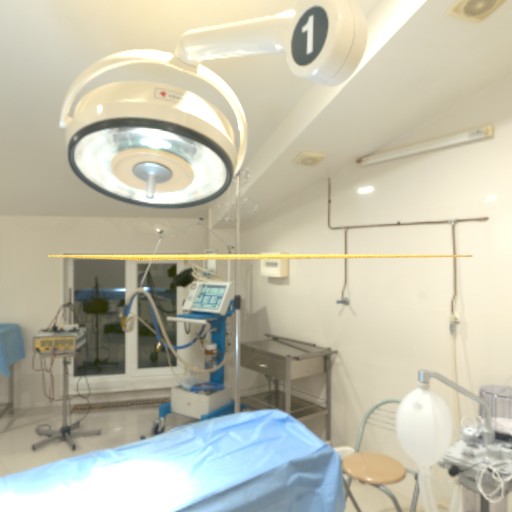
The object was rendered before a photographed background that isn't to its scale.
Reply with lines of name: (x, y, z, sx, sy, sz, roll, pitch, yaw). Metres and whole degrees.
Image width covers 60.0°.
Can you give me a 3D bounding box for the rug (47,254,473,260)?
rug: (0.000, 0.000, 4.256, 3.242, 0.015, 2.486, 0, 1, -35)
